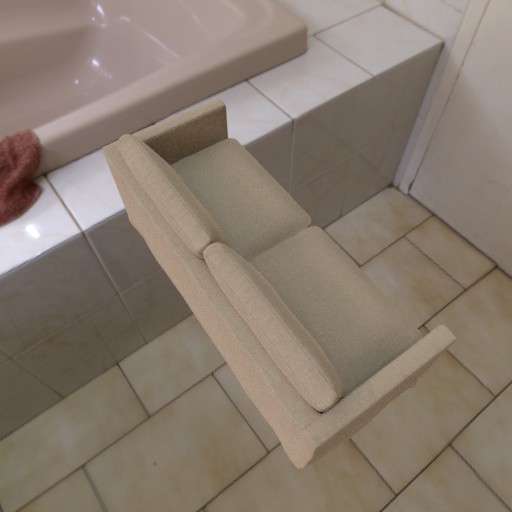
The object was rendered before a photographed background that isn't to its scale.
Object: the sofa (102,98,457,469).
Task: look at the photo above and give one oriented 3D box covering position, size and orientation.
[{"bbox_3d":[0.000,0.000,2.830,0.962,0.853,2.312,-30,62,-18],"label":"sofa"}]
